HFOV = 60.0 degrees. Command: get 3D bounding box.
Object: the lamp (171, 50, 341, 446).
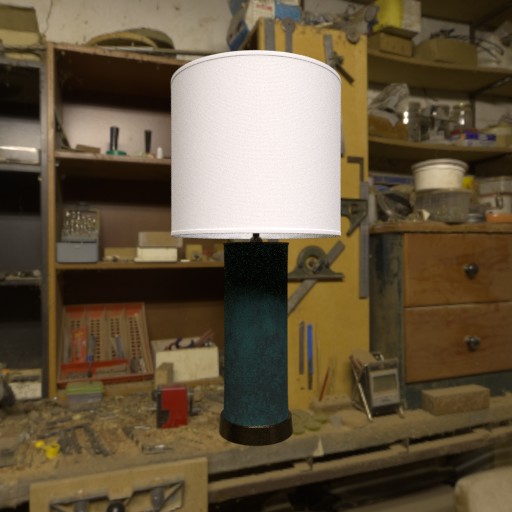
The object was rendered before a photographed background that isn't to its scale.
[{"bbox_3d":[0.000,0.000,0.799,0.301,0.630,0.301,0,1,-18],"label":"lamp"}]
